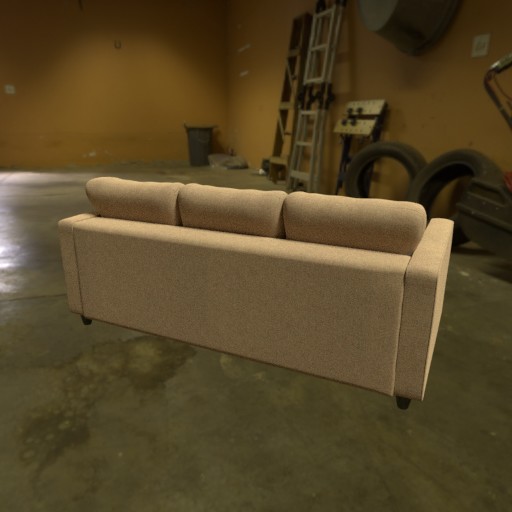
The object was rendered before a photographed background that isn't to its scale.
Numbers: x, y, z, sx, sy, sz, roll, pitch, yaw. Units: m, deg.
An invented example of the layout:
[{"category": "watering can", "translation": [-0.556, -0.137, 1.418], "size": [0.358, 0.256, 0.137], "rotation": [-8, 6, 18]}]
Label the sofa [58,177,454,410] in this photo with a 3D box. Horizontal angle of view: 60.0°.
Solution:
[{"category": "sofa", "translation": [0.000, 0.000, 2.356], "size": [1.855, 0.800, 0.930], "rotation": [8, 19, 25]}]
